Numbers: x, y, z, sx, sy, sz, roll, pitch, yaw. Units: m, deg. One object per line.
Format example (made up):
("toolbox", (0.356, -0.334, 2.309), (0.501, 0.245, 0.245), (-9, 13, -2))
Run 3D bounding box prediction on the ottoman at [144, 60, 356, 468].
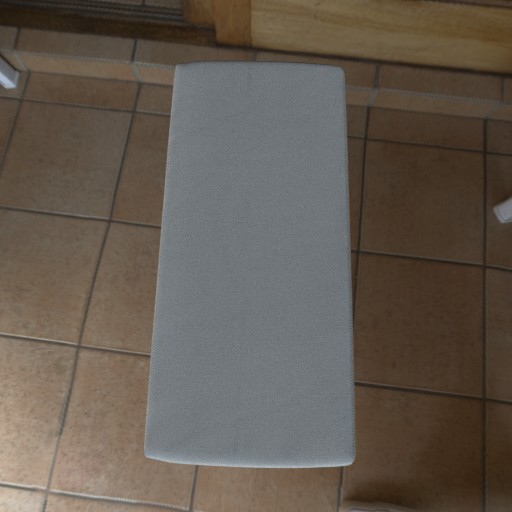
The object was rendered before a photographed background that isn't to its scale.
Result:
("ottoman", (0.000, 0.000, 1.641), (0.665, 0.457, 1.388), (1, 75, 0))
